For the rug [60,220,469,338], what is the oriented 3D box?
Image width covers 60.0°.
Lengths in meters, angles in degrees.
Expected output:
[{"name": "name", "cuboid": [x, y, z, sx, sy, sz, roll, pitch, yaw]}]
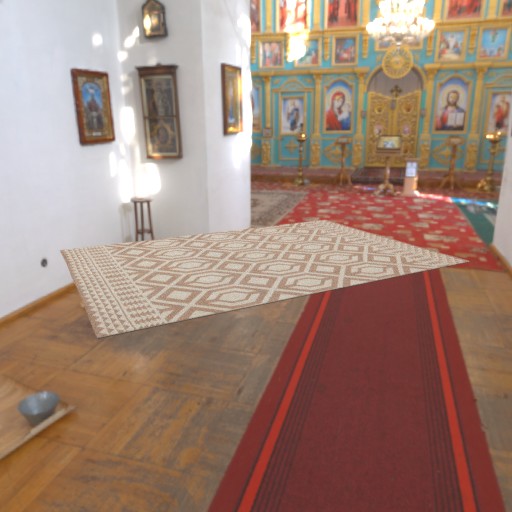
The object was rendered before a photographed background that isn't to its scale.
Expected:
[{"name": "rug", "cuboid": [0.000, 0.000, 2.372, 1.829, 0.008, 1.219, -8, 18, -27]}]
